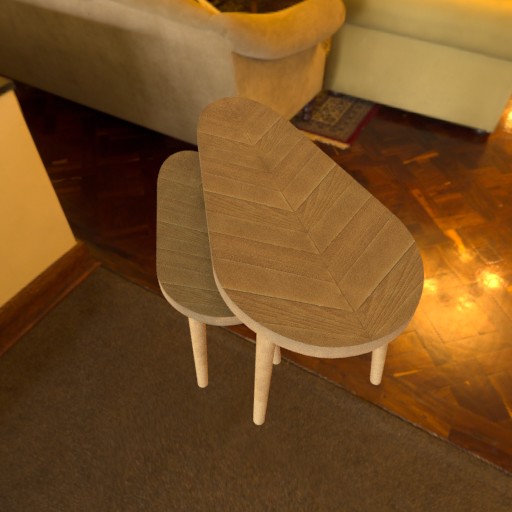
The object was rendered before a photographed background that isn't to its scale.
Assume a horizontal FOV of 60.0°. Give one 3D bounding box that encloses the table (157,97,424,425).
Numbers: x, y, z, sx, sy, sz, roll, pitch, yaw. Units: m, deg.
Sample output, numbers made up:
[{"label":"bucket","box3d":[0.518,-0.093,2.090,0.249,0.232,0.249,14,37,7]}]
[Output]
[{"label":"table","box3d":[0.000,0.000,1.587,0.701,0.595,1.190,-14,49,-13]}]
